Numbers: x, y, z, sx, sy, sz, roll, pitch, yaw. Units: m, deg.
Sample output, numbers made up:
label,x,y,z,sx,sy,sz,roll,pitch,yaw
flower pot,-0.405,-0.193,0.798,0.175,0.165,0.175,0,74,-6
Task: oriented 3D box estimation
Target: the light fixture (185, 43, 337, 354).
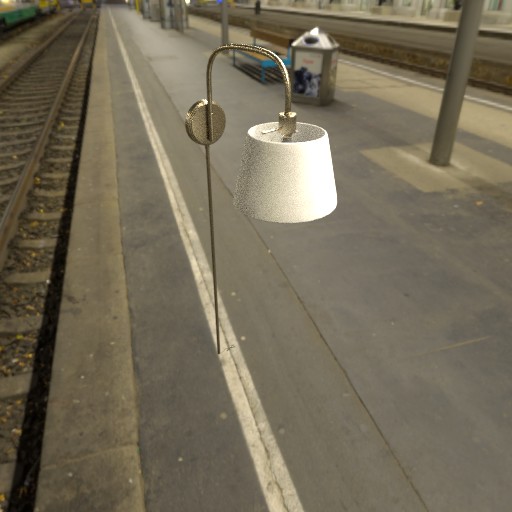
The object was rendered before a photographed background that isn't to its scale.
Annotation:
label,x,y,z,sx,sy,sz,roll,pitch,yaw
light fixture,0.000,0.000,0.465,0.092,0.399,0.176,-22,37,-32
